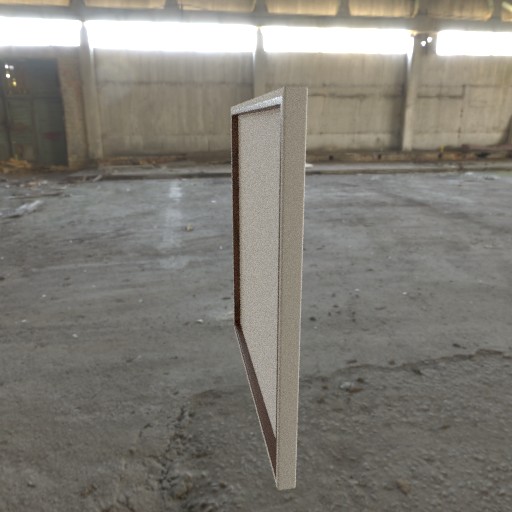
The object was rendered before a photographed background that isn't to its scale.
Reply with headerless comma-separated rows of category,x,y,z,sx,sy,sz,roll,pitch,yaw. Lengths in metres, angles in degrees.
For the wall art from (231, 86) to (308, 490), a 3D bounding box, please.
wall art,0.000,0.000,1.140,0.037,0.757,0.757,-3,16,-9
